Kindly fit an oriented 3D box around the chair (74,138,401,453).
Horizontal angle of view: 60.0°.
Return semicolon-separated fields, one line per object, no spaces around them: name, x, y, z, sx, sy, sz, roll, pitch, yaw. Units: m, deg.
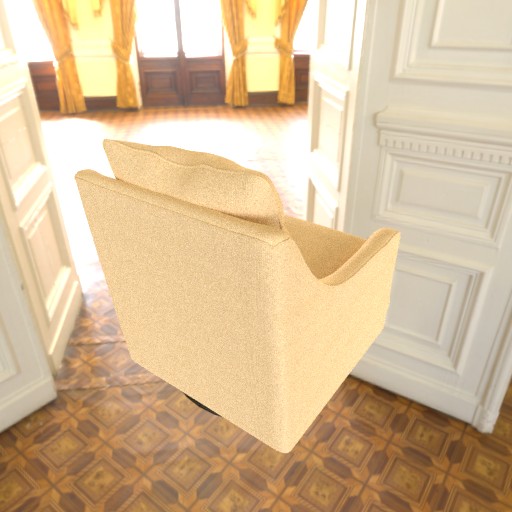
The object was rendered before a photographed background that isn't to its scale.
chair;0.000;0.000;1.599;0.760;0.927;0.876;20;36;31
